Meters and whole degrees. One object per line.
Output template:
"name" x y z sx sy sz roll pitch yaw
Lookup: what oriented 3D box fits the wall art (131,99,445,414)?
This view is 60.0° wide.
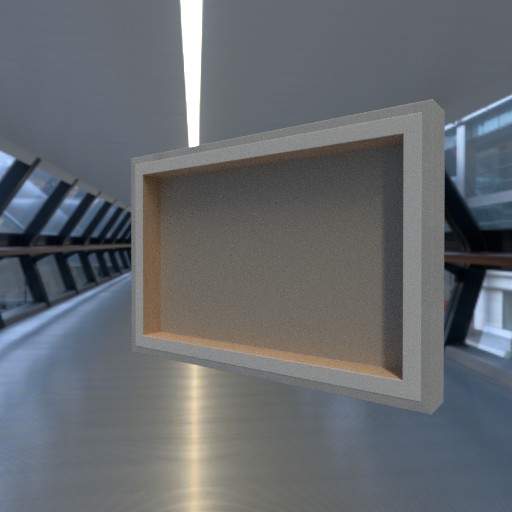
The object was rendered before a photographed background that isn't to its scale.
"wall art" 0.000 0.000 0.485 0.381 0.254 0.038 0 1 37
